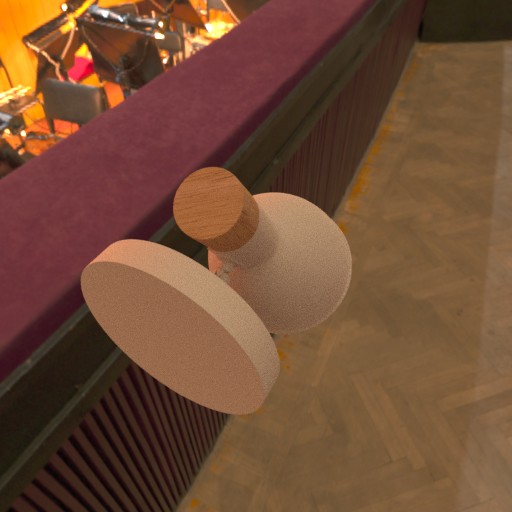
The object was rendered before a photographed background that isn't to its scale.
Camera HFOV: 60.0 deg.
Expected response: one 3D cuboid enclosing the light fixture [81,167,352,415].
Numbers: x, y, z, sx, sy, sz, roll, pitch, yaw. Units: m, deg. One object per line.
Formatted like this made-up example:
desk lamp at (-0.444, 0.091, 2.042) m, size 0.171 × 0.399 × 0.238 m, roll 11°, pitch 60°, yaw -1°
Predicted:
light fixture at (0.000, 0.000, 0.333) m, size 0.127 × 0.199 × 0.209 m, roll 22°, pitch 50°, yaw 20°
